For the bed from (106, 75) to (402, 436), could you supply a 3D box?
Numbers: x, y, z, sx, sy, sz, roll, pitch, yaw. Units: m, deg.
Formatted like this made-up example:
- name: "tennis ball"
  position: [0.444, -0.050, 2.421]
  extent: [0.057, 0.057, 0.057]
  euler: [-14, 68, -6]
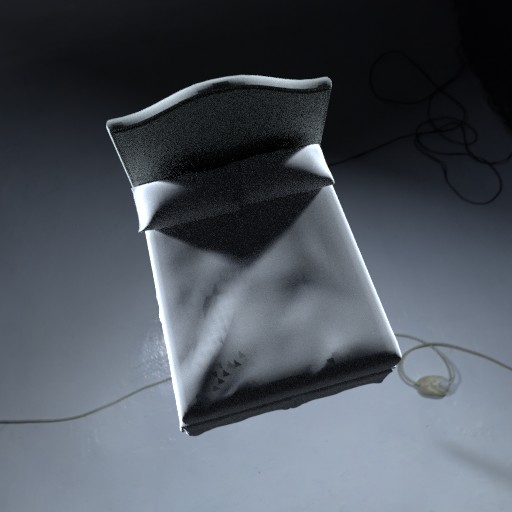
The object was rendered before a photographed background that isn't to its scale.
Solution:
- name: "bed"
  position: [0.000, 0.000, 3.453]
  extent: [1.813, 1.607, 2.180]
  euler: [-14, 65, -6]
